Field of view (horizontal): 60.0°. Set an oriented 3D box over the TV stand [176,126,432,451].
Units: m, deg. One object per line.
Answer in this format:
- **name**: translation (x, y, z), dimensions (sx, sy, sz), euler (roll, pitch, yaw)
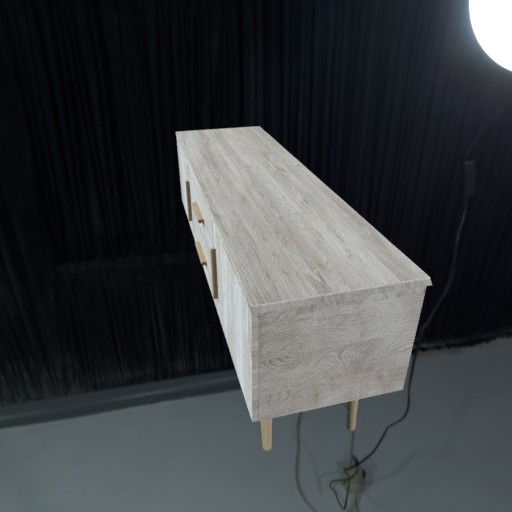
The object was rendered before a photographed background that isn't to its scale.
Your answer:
- **TV stand**: translation (0.000, 0.000, 1.545), dimensions (0.401, 0.565, 1.313), euler (-8, 31, -13)
